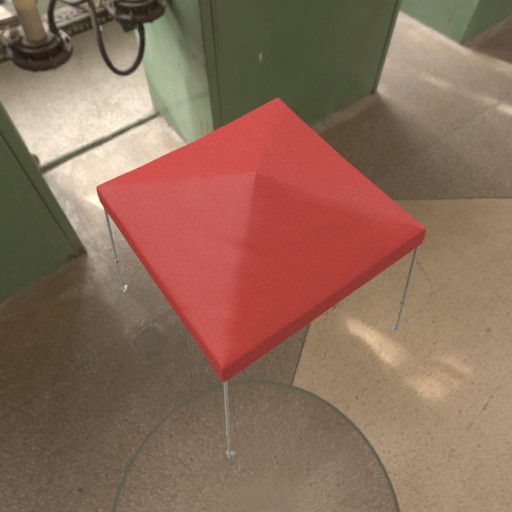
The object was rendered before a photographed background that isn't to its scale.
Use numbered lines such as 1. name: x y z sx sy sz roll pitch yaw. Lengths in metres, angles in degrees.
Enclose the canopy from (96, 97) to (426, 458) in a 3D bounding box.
1. canopy: 0.000 0.000 6.515 3.599 3.600 3.600 -32 64 -18
